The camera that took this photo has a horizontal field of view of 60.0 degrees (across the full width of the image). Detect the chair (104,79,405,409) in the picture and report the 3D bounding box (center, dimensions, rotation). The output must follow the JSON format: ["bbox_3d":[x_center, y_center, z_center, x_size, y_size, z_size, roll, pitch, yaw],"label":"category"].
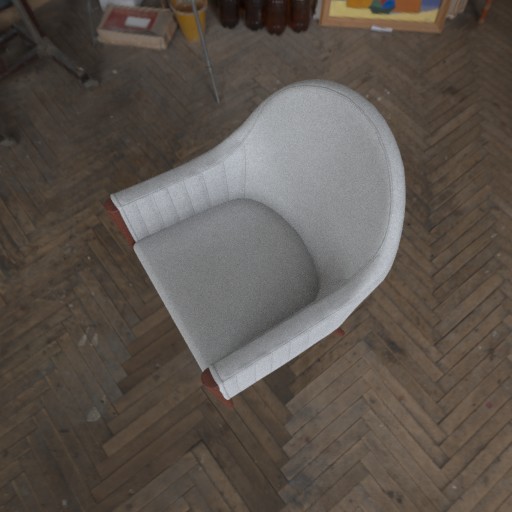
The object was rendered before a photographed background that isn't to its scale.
[{"bbox_3d":[0.000,0.000,1.308,0.620,0.889,0.610,-30,69,-13],"label":"chair"}]
